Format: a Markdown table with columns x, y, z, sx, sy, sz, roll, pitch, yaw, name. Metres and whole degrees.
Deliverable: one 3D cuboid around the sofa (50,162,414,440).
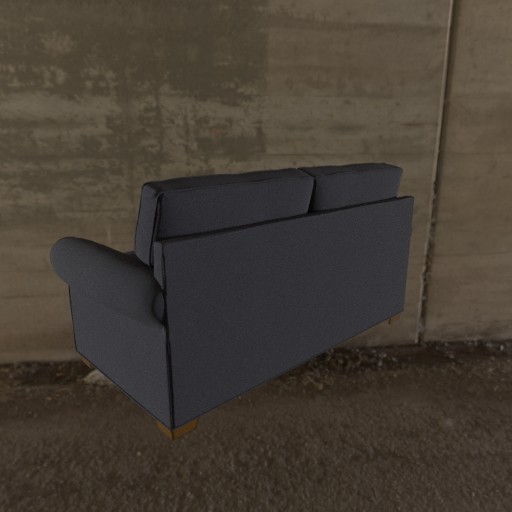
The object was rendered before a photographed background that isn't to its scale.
| x | y | z | sx | sy | sz | roll | pitch | yaw | name |
| --- | --- | --- | --- | --- | --- | --- | --- | --- | --- |
| 0.000 | 0.000 | 2.537 | 2.009 | 1.031 | 0.951 | -14 | 21 | -41 | sofa |
